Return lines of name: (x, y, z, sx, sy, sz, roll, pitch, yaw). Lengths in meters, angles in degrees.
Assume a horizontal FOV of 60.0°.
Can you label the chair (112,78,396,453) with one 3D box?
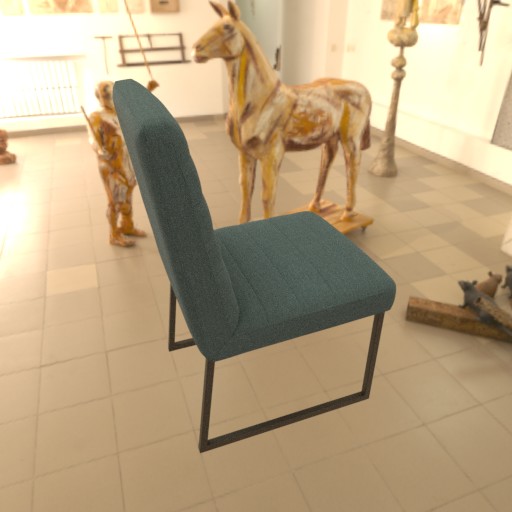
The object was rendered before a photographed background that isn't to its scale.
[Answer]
chair: (0.000, 0.000, 1.277, 0.634, 0.930, 0.520, -11, 32, -18)
